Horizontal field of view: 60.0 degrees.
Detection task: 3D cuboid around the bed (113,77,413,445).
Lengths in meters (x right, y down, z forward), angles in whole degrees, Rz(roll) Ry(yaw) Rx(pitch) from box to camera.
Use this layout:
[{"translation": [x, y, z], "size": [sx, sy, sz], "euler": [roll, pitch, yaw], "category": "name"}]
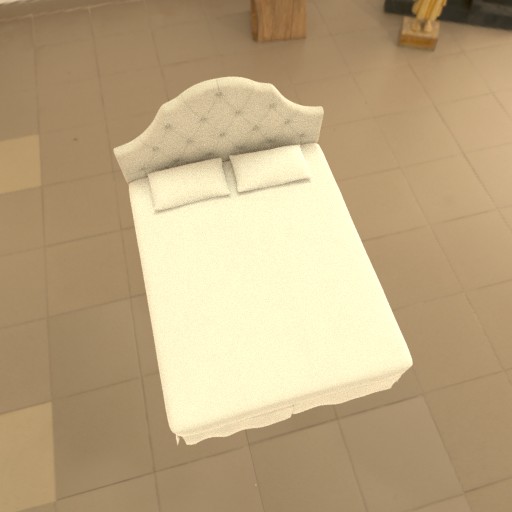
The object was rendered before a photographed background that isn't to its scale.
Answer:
[{"translation": [0.000, 0.000, 3.731], "size": [2.039, 1.617, 2.477], "euler": [-14, 64, -7], "category": "bed"}]
